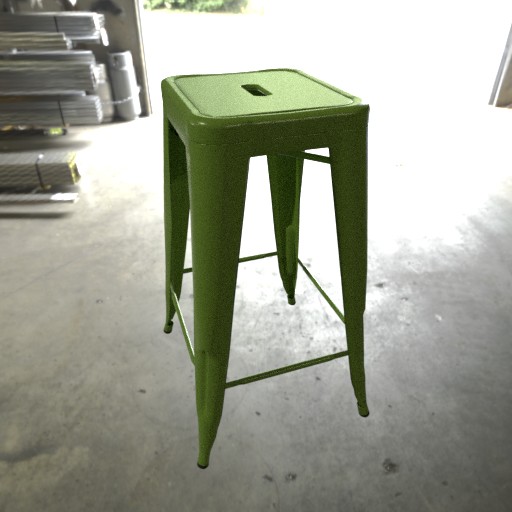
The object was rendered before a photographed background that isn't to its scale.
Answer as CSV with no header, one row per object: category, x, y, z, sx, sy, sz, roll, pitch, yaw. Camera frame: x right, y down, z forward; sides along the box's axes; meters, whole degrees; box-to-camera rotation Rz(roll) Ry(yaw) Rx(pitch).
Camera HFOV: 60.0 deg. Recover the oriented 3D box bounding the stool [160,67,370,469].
stool,0.000,0.000,0.839,0.358,0.609,0.398,-11,35,-16
